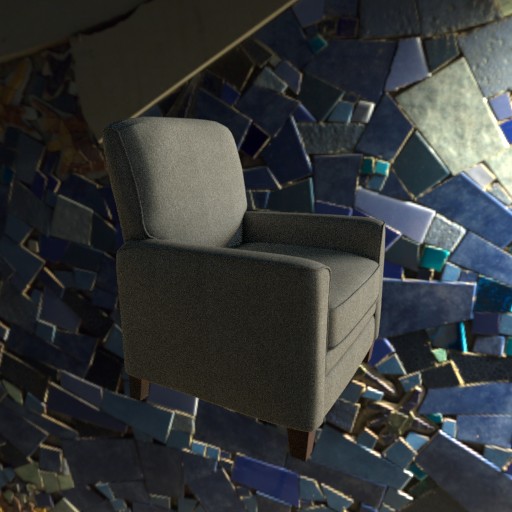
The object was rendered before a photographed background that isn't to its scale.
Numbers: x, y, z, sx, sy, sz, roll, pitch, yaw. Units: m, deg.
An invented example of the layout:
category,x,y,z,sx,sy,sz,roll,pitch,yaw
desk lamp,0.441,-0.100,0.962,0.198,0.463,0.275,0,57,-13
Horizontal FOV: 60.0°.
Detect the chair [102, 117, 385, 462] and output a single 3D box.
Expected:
category,x,y,z,sx,sy,sz,roll,pitch,yaw
chair,0.000,0.000,1.705,0.858,1.028,0.841,8,17,28
